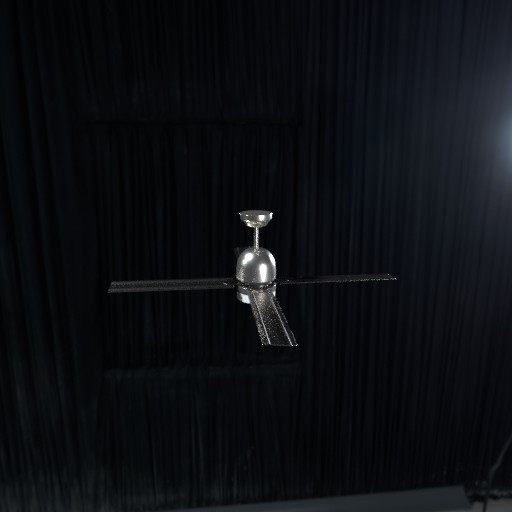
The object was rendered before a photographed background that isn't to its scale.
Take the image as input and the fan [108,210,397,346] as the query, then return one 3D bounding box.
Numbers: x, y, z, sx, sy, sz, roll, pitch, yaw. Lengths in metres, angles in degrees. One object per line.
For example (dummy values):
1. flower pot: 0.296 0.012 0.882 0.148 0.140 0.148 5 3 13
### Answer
1. fan: 0.000 0.000 2.070 1.346 0.406 1.346 -2 15 -8
